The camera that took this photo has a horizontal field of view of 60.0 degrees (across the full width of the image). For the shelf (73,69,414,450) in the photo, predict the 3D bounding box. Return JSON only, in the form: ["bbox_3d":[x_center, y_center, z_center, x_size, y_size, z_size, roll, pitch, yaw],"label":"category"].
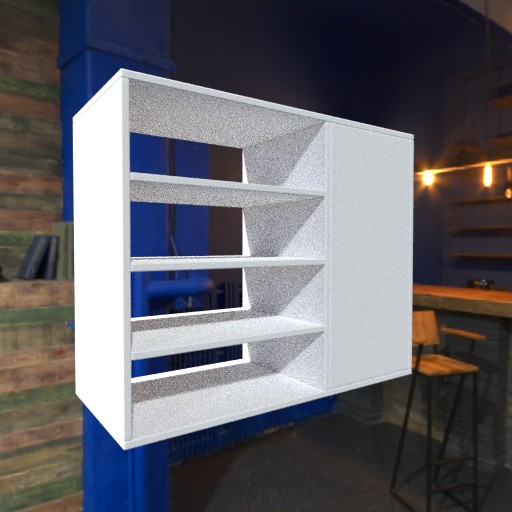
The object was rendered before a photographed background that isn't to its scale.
[{"bbox_3d":[0.000,0.000,1.264,0.895,0.732,0.396,-1,2,-35],"label":"shelf"}]
